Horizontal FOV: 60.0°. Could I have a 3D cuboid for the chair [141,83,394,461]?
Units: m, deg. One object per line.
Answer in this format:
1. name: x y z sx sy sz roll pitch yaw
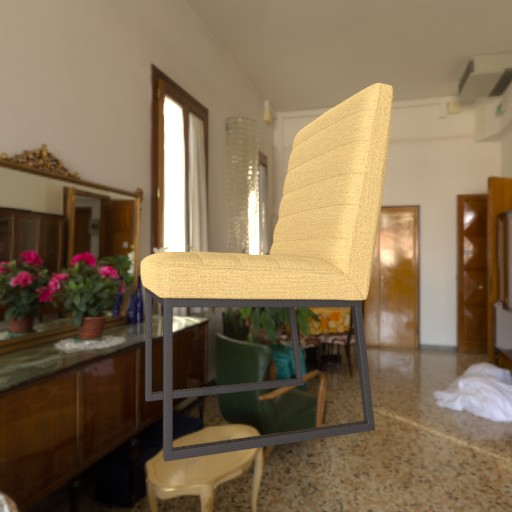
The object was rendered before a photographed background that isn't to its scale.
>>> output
1. chair: 0.000 0.000 1.316 0.634 0.930 0.520 0 0 -19
